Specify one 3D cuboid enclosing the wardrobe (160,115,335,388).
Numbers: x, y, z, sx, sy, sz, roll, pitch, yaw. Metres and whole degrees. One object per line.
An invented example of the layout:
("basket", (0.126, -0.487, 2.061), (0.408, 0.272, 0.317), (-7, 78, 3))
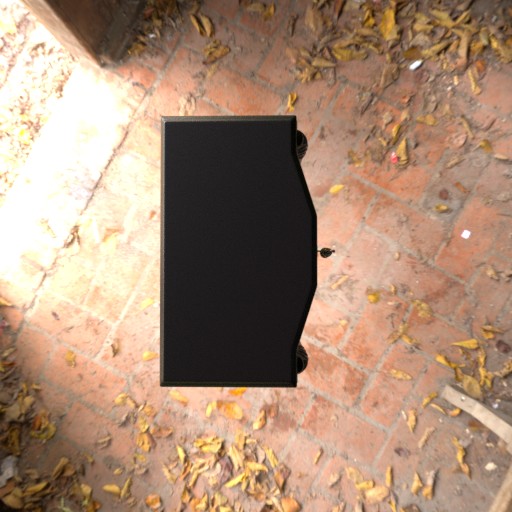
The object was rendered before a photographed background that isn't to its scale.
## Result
("wardrobe", (0.000, 0.000, 1.195), (0.295, 1.011, 0.444), (0, 89, 1))
